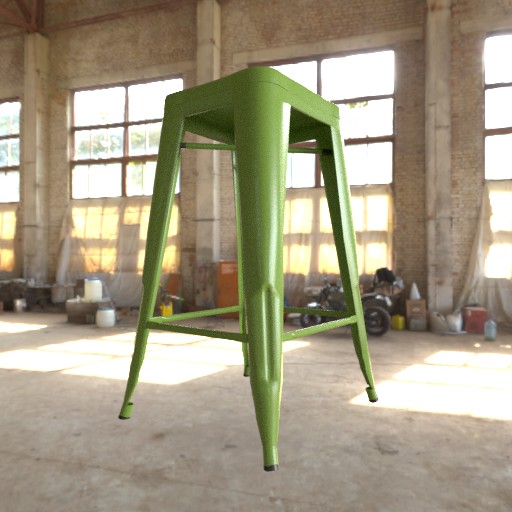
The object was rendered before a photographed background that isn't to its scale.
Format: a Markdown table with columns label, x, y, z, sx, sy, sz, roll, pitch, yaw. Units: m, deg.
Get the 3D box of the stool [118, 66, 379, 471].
| label | x | y | z | sx | sy | sz | roll | pitch | yaw |
| --- | --- | --- | --- | --- | --- | --- | --- | --- | --- |
| stool | 0.000 | 0.000 | 0.880 | 0.358 | 0.609 | 0.398 | 0 | 0 | 37 |
